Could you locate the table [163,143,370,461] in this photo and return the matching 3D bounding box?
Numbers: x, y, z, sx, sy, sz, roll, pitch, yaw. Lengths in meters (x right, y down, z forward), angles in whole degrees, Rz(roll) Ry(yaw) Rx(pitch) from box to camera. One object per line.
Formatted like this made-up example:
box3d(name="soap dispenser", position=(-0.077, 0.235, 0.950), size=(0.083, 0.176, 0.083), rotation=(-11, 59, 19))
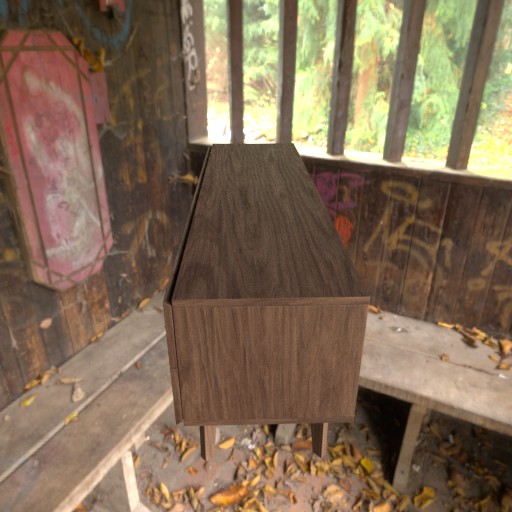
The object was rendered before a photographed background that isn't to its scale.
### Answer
box3d(name="table", position=(0.000, 0.000, 1.600), size=(0.405, 0.508, 1.397), rotation=(-1, 26, -2))
